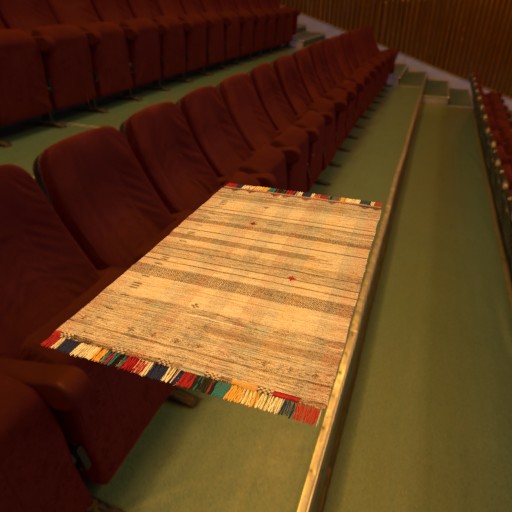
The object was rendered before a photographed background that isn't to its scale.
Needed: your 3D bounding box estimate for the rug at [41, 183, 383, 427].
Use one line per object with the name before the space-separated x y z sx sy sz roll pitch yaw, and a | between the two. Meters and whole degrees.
rug | 0.000 0.000 3.025 1.465 0.012 2.465 10 32 17
